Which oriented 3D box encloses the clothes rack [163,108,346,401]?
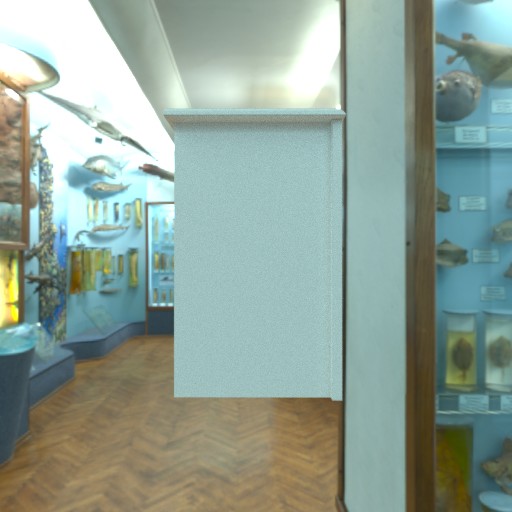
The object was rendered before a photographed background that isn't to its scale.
[{"bbox_3d":[0.000,0.000,1.346,0.324,0.531,1.120,0,0,0],"label":"clothes rack"}]
